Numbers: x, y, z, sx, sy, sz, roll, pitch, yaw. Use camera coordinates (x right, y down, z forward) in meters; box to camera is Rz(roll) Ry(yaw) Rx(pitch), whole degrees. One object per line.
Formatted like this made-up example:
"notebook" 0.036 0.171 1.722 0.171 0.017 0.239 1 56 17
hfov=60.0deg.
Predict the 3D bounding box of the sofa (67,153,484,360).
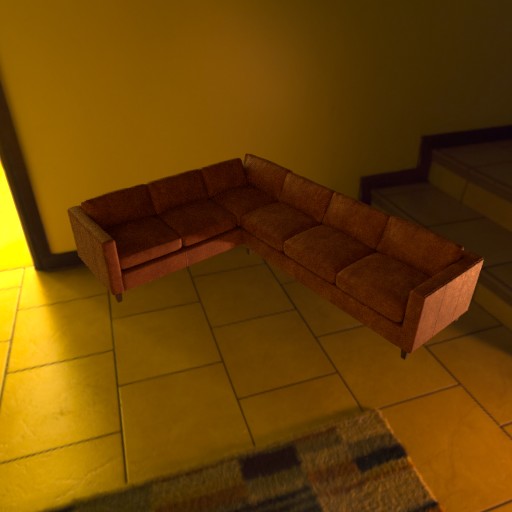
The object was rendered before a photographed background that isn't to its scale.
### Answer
"sofa" 0.000 0.000 4.275 2.438 0.838 3.150 -23 39 -32
